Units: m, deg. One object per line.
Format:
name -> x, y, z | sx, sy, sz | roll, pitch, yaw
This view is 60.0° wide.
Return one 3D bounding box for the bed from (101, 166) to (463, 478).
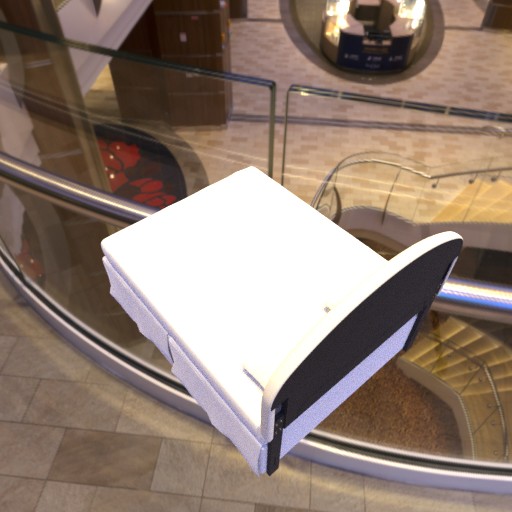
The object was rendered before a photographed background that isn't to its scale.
bed -> 0.000, 0.000, 3.079 | 1.607, 1.410, 2.005 | -32, 54, -26
